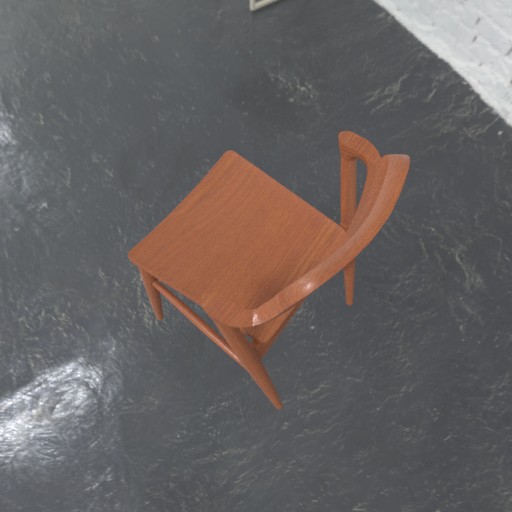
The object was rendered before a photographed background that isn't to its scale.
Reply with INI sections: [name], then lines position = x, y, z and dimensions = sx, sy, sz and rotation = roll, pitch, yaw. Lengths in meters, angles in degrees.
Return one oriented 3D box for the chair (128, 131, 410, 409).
[chair]
position = 0.000, 0.000, 1.121
dimensions = 0.499, 0.801, 0.496
rotation = 33, 68, 15
